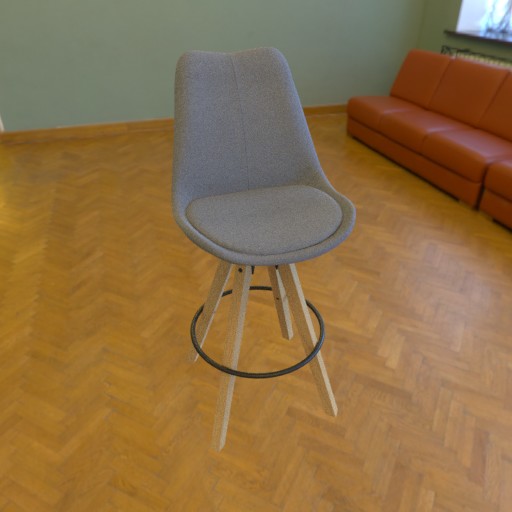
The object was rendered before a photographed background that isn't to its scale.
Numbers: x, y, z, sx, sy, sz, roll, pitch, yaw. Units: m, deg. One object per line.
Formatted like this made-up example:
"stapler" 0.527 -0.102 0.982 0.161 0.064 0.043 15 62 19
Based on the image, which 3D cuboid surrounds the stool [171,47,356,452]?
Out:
"stool" 0.000 0.000 1.378 0.485 1.115 0.550 -10 34 -16
